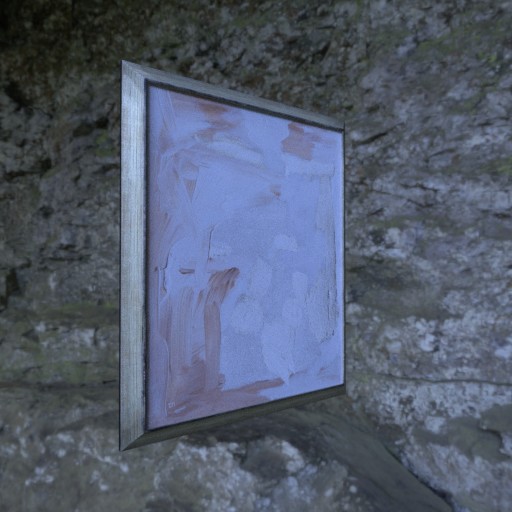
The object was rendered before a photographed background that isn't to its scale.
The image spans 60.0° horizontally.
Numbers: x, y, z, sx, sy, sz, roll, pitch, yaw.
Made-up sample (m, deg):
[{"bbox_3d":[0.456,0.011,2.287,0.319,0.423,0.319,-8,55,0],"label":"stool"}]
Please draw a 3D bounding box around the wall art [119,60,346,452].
[{"bbox_3d":[0.000,0.000,0.623,0.381,0.457,0.023,1,-1,-36],"label":"wall art"}]
